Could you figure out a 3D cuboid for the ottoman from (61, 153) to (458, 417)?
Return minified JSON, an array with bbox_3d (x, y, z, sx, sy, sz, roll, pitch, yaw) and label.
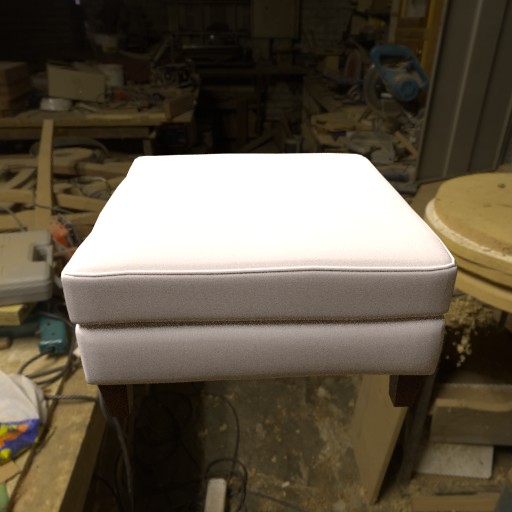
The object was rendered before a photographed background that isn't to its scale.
[{"bbox_3d":[0.000,0.000,1.335,0.838,0.479,0.838,-1,29,-2],"label":"ottoman"}]
